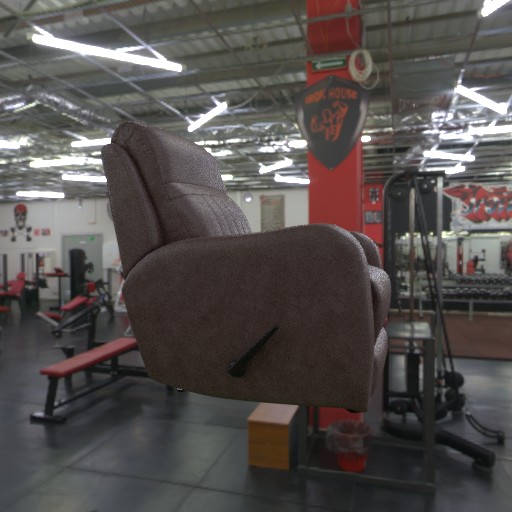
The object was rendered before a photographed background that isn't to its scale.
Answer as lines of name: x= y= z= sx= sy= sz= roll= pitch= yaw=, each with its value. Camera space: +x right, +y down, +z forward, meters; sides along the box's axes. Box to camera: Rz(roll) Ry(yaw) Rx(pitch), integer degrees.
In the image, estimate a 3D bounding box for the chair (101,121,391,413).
chair: x=0.000 y=0.000 z=1.848 sx=1.067 sy=1.067 sz=0.865 roll=0 pitch=1 yaw=19
